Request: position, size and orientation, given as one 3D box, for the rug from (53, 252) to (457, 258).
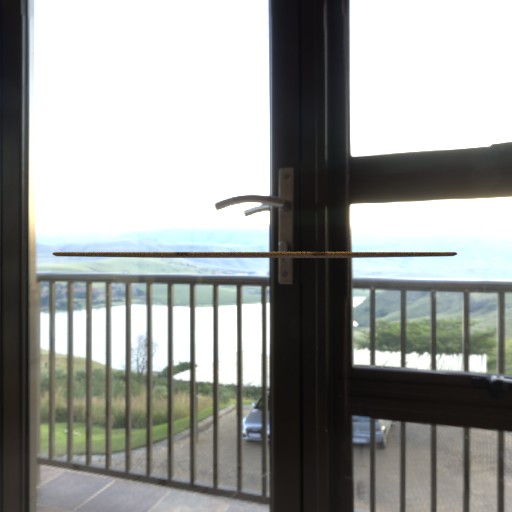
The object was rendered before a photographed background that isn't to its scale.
[{"bbox_3d":[0.000,0.000,4.091,2.399,0.026,3.000,0,0,0],"label":"rug"}]
